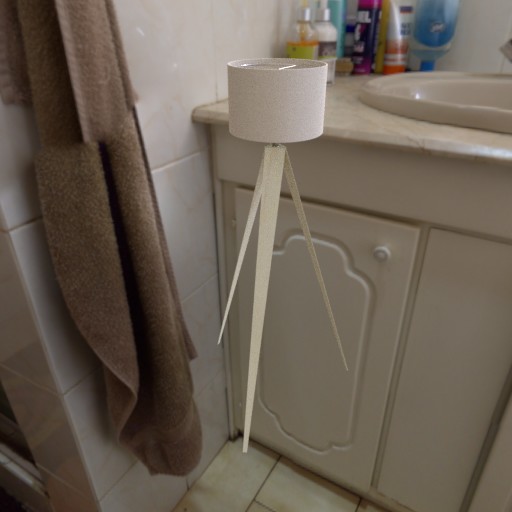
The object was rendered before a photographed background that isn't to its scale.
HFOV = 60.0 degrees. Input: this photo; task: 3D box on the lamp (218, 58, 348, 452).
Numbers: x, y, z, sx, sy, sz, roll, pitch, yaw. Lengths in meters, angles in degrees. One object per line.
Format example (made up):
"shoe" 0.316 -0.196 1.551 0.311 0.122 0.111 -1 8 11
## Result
"lamp" 0.000 0.000 1.906 0.716 1.524 0.724 18 34 28
